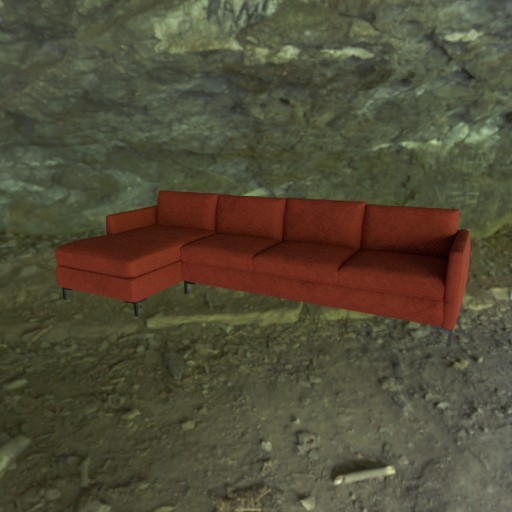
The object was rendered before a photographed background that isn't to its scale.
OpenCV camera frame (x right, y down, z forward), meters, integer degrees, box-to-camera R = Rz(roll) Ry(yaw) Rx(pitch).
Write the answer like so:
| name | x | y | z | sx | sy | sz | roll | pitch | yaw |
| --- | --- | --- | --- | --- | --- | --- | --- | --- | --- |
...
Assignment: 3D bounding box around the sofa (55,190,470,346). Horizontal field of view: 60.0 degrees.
| name | x | y | z | sx | sy | sz | roll | pitch | yaw |
| --- | --- | --- | --- | --- | --- | --- | --- | --- | --- |
| sofa | 0.000 | 0.000 | 2.860 | 2.467 | 0.663 | 1.136 | 8 | 17 | 26 |
